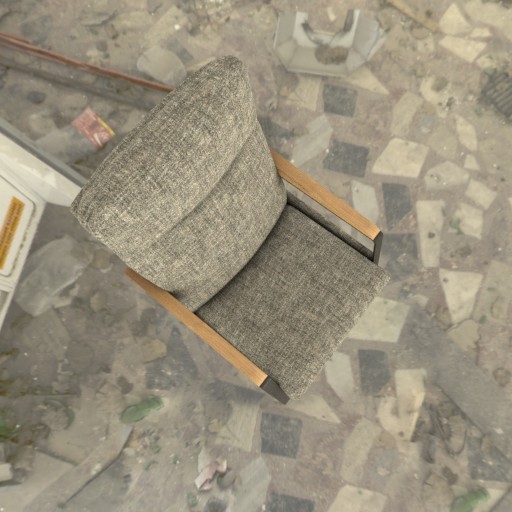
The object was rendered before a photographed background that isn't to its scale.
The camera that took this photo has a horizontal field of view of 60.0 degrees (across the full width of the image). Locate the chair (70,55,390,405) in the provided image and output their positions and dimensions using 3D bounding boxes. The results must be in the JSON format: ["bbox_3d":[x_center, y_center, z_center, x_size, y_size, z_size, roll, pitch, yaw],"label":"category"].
[{"bbox_3d":[0.000,0.000,1.557,0.868,1.042,0.671,38,78,9],"label":"chair"}]
